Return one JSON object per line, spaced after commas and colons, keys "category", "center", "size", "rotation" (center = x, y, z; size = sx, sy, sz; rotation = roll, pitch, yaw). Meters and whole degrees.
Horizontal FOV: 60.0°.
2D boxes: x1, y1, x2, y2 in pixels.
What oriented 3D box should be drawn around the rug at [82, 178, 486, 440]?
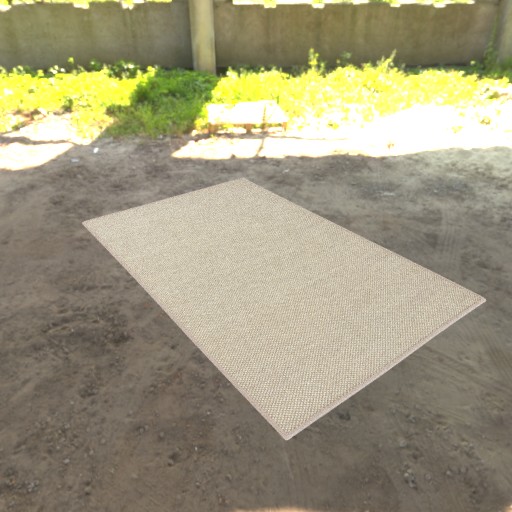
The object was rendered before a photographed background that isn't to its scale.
{"category": "rug", "center": [0.000, 0.000, 2.073], "size": [1.067, 0.013, 1.676], "rotation": [-22, 37, -31]}
